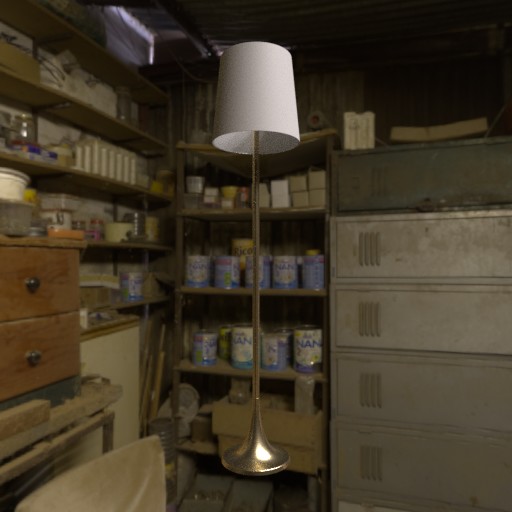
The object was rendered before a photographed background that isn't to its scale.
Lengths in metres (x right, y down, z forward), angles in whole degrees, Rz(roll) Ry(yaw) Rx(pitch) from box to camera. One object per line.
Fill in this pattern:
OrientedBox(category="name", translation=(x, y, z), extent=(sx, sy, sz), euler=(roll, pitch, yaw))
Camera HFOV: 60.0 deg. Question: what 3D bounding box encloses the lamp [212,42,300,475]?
OrientedBox(category="lamp", translation=(0.000, 0.000, 1.699), extent=(0.337, 1.543, 0.337), euler=(0, -1, 0))
